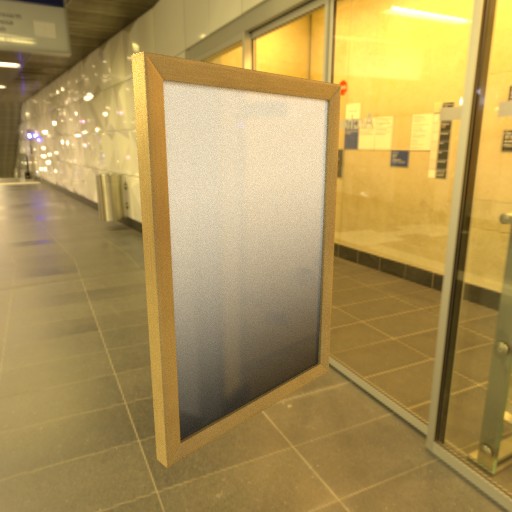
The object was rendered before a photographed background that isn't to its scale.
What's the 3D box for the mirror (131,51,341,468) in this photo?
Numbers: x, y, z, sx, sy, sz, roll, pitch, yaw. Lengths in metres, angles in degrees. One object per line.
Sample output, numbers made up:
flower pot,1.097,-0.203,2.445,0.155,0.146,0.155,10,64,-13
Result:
mirror,0.000,0.000,0.920,0.040,0.710,0.507,13,19,43
